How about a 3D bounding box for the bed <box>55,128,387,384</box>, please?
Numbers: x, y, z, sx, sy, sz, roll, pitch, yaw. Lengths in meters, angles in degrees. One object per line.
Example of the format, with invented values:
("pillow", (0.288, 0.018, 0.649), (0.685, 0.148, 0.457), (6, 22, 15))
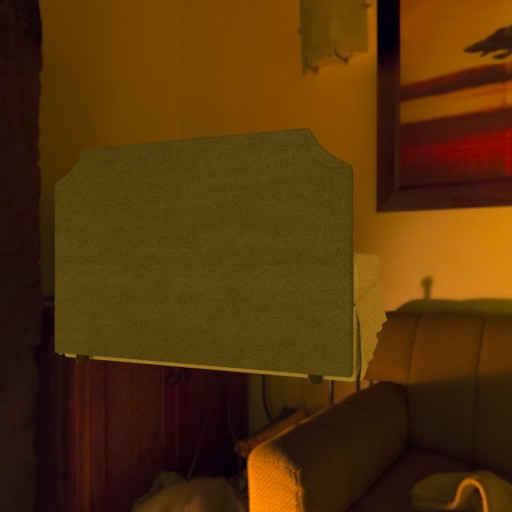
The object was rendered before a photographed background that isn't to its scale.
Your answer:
("bed", (0.000, 0.000, 3.625), (1.977, 1.306, 2.464), (0, 0, 18))
